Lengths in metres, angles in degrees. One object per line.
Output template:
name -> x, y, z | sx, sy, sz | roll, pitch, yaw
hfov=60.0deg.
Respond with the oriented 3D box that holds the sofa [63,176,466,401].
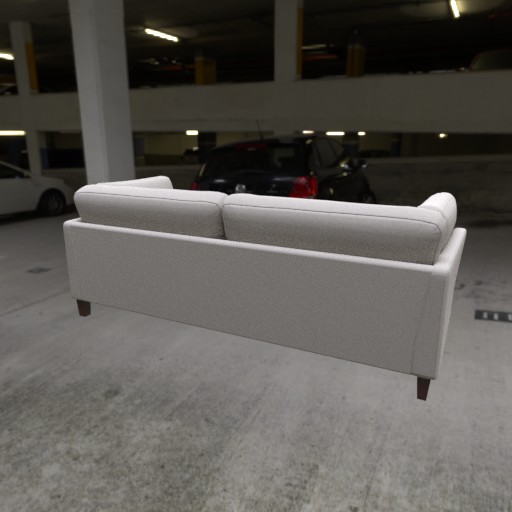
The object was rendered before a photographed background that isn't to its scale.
sofa -> 0.000, 0.000, 2.745 | 2.301, 0.863, 0.957 | 8, 18, 25
